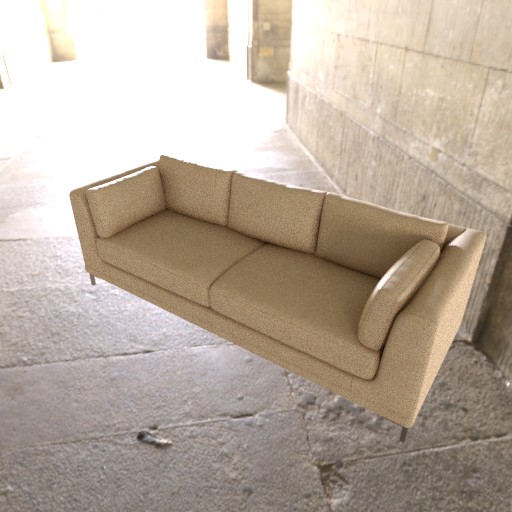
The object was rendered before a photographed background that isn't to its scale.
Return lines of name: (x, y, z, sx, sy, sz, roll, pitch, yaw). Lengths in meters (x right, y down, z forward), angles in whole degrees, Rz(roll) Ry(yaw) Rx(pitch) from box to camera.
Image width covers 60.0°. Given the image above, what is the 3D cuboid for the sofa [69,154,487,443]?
sofa: (0.000, 0.000, 2.836, 2.415, 0.867, 0.969, 19, 35, 30)
